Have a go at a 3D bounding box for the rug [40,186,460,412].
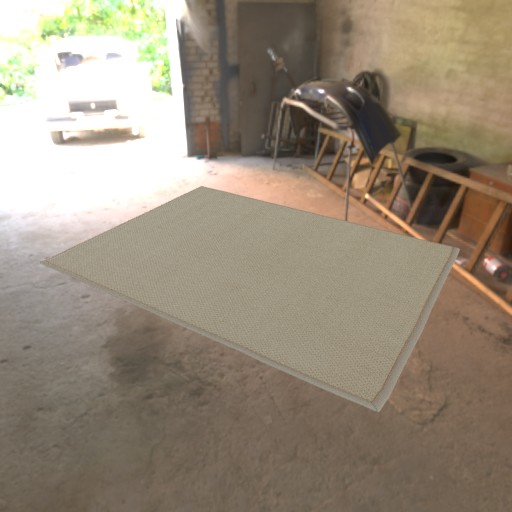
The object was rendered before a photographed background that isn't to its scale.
[{"bbox_3d":[0.000,0.000,2.696,2.081,0.020,1.525,17,34,28],"label":"rug"}]
